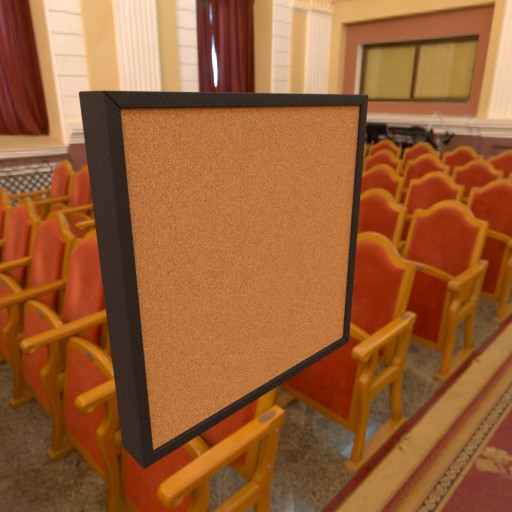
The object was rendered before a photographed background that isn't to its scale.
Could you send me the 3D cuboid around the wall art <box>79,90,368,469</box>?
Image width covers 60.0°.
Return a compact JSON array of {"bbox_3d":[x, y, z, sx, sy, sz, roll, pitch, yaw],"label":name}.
[{"bbox_3d":[0.000,0.000,0.442,0.305,0.305,0.037,-18,26,-41],"label":"wall art"}]
